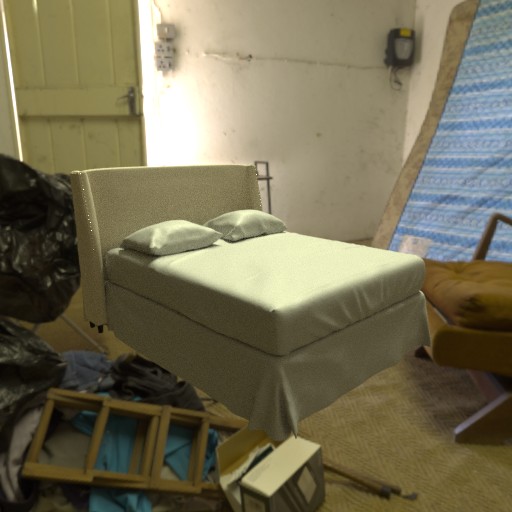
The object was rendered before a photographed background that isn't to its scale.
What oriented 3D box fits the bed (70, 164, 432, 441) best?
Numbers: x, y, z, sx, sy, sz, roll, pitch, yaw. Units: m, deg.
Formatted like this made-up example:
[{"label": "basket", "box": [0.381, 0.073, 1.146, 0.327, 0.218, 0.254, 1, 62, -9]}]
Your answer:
[{"label": "bed", "box": [0.000, 0.000, 3.481, 1.925, 1.332, 2.276, -13, 19, -42]}]
